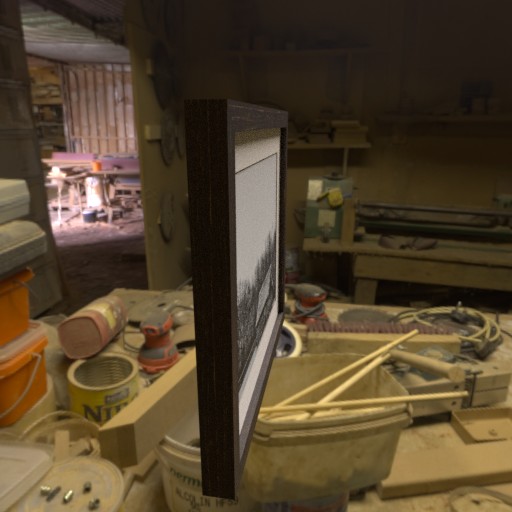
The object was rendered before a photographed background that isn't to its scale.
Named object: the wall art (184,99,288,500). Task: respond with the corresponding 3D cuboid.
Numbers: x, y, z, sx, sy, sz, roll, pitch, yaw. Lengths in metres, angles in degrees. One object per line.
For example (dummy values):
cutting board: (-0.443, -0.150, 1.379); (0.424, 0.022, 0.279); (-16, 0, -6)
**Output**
wall art: (0.000, 0.000, 0.521); (0.031, 0.330, 0.381); (3, 17, 10)
